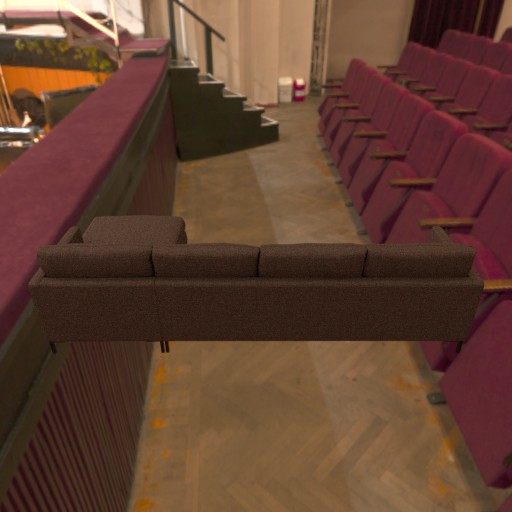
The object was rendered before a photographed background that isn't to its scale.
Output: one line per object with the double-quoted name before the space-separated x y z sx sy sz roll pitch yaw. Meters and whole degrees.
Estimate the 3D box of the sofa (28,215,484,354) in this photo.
"sofa" 0.000 0.000 3.783 3.221 0.892 1.483 0 31 0
